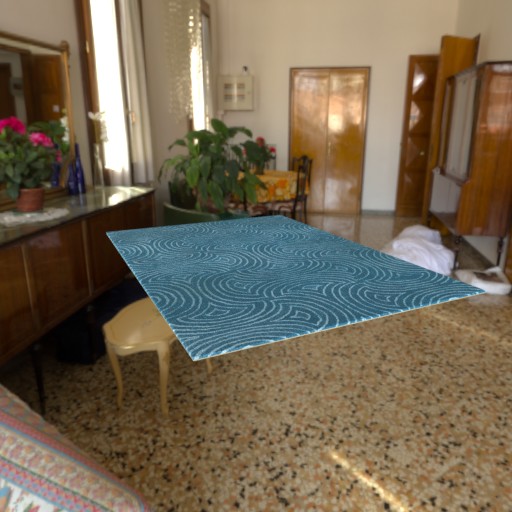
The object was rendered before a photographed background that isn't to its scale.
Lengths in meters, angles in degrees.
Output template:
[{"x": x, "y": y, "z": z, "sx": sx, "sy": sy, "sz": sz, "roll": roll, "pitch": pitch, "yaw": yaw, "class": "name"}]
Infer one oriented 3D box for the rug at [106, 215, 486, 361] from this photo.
[{"x": 0.000, "y": 0.000, "z": 2.839, "sx": 1.543, "sy": 0.015, "sz": 2.144, "roll": -8, "pitch": 18, "yaw": -25, "class": "rug"}]
